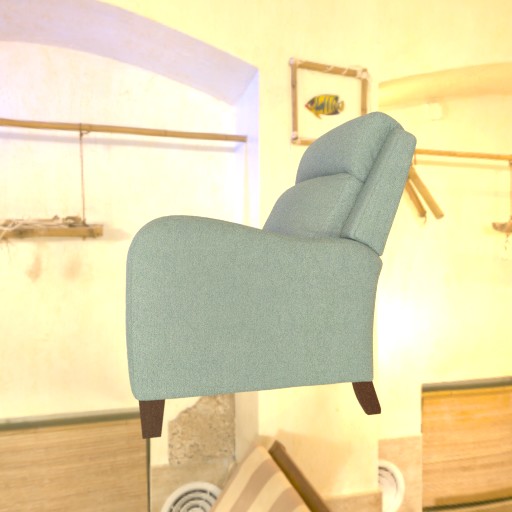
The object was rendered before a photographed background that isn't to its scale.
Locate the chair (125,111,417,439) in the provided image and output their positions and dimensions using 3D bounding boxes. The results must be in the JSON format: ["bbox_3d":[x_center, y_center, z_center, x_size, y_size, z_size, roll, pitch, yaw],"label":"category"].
[{"bbox_3d":[0.000,0.000,1.749,0.988,1.067,0.785,0,0,-16],"label":"chair"}]
